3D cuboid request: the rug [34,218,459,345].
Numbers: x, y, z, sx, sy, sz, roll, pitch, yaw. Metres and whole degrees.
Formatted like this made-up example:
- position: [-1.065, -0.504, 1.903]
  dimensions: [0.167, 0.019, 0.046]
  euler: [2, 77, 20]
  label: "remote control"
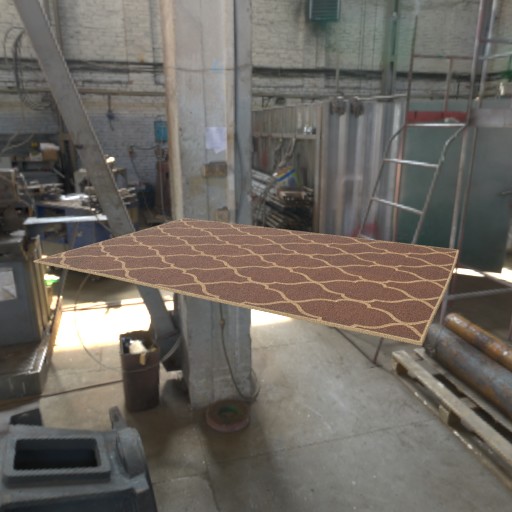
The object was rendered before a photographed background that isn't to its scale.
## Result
- position: [0.000, 0.000, 2.840]
  dimensions: [2.290, 0.014, 1.526]
  euler: [9, 18, 27]
  label: "rug"
